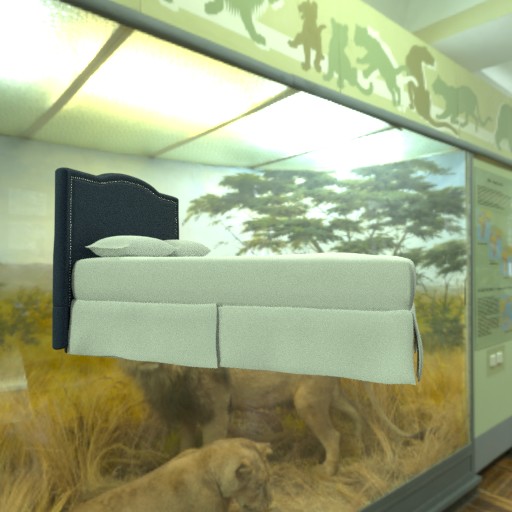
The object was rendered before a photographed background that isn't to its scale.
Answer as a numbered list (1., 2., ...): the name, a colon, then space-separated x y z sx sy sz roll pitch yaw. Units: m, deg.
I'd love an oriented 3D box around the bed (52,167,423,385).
1. bed: 0.000 0.000 3.584 2.507 1.441 1.741 0 -1 19
